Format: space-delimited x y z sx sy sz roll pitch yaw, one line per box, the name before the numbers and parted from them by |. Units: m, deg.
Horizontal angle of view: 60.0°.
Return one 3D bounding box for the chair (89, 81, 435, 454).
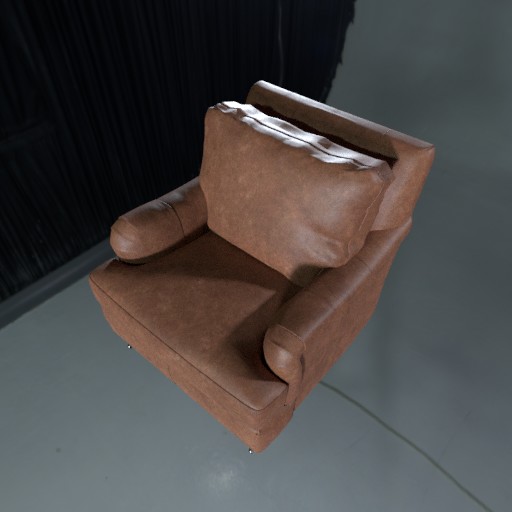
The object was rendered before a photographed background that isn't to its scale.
chair | 0.000 0.000 1.944 0.986 1.055 1.158 31 54 26
